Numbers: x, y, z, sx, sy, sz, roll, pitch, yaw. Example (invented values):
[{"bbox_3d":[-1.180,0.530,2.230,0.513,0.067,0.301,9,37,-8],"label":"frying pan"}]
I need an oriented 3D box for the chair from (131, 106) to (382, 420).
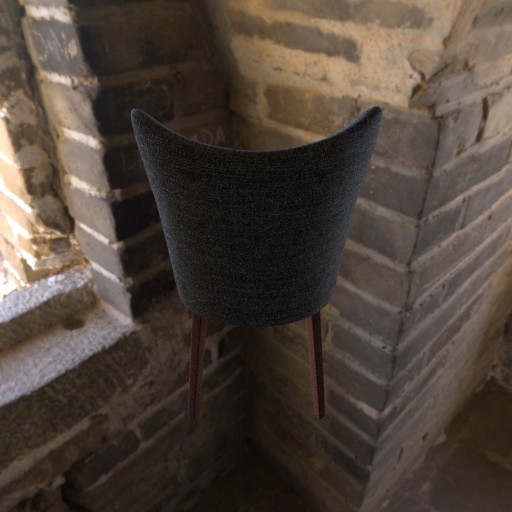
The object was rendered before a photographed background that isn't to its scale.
[{"bbox_3d":[0.000,0.000,1.313,0.535,0.924,0.623,0,30,-1],"label":"chair"}]
